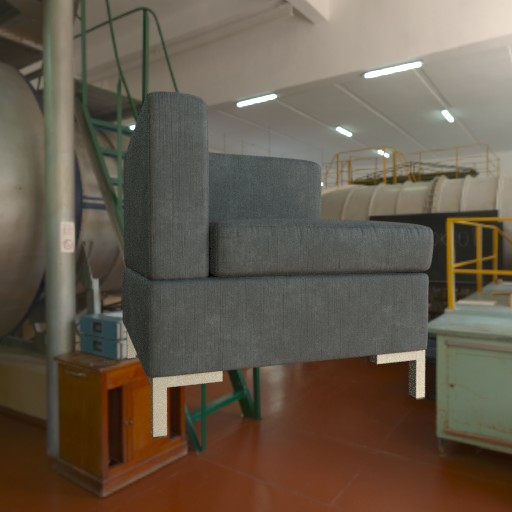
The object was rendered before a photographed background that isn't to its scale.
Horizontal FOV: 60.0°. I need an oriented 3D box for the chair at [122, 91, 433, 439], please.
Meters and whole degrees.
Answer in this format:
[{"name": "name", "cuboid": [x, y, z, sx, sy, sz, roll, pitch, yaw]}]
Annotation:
[{"name": "chair", "cuboid": [0.000, 0.000, 1.225, 0.680, 0.660, 0.680, -1, 1, -20]}]
